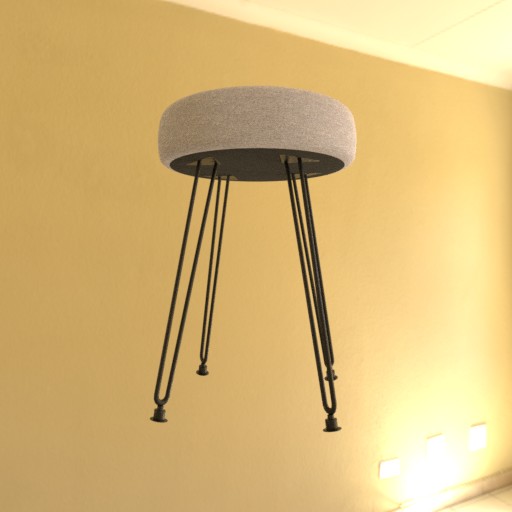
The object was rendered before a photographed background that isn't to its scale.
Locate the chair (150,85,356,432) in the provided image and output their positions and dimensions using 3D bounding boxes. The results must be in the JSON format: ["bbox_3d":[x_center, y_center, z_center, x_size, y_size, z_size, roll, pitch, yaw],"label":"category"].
[{"bbox_3d":[0.000,0.000,0.688,0.350,0.440,0.350,0,1,-37],"label":"chair"}]
